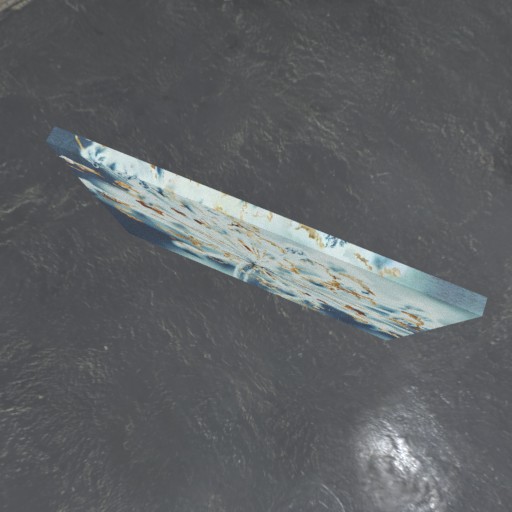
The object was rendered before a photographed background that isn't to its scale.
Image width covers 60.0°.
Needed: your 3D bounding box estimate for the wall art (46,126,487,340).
[{"bbox_3d":[0.000,0.000,1.153,0.912,0.608,0.038,22,76,6],"label":"wall art"}]
